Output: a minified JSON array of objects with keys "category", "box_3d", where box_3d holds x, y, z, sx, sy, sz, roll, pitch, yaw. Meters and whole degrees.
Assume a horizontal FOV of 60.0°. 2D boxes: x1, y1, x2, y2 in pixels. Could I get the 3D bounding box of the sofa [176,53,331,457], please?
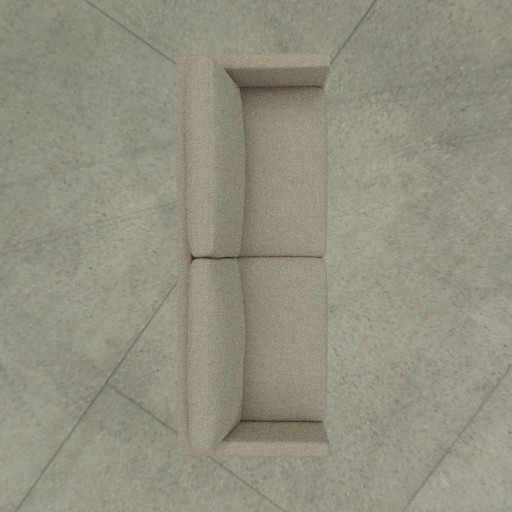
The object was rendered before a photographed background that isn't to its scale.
[{"category":"sofa","box_3d":[0.000,0.000,2.918,0.951,0.965,2.434,0,91,2]}]
